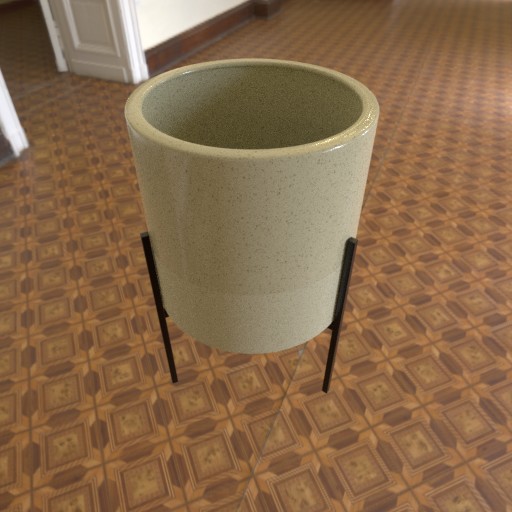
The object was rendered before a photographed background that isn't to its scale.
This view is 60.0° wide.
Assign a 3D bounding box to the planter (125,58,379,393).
[{"bbox_3d":[0.000,0.000,0.540,0.243,0.390,0.234,25,47,26],"label":"planter"}]
